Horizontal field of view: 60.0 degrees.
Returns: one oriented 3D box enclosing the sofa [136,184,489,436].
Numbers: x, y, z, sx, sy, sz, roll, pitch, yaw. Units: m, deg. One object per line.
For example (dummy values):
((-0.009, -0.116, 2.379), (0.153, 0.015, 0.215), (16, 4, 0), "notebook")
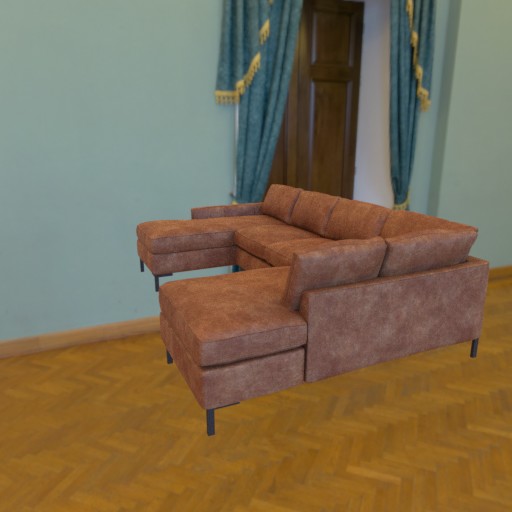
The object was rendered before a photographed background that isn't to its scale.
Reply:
((0.000, 0.000, 3.701), (1.939, 0.900, 2.956), (-7, 17, -24), "sofa")
